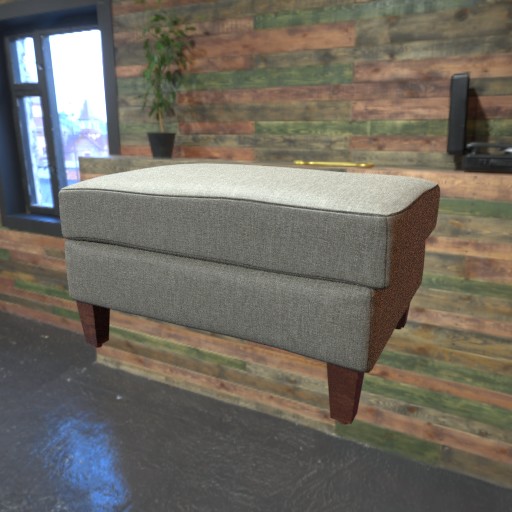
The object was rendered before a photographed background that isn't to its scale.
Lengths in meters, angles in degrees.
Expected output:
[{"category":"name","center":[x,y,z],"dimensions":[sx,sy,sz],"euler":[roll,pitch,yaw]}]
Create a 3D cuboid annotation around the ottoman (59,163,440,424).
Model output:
[{"category":"ottoman","center":[0.000,0.000,1.242],"dimensions":[0.873,0.494,0.639],"euler":[8,17,27]}]
